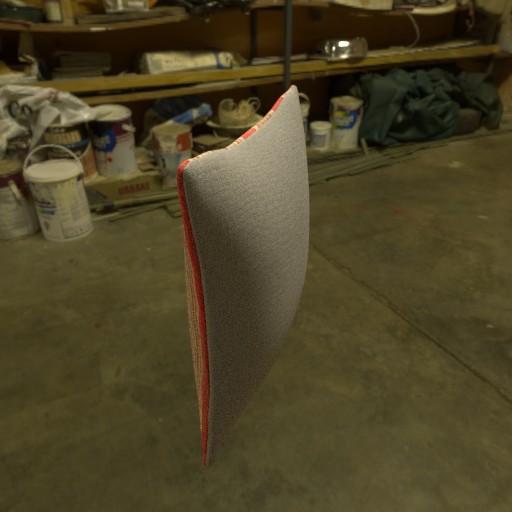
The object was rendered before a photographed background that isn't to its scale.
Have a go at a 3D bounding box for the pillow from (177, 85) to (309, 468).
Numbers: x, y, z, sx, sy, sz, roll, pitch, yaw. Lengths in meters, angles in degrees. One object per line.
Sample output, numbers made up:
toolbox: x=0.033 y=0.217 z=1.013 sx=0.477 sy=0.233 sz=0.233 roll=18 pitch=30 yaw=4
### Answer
pillow: x=0.000 y=0.000 z=0.660 sx=0.136 sy=0.419 sz=0.437 roll=9 pitch=32 yaw=15
